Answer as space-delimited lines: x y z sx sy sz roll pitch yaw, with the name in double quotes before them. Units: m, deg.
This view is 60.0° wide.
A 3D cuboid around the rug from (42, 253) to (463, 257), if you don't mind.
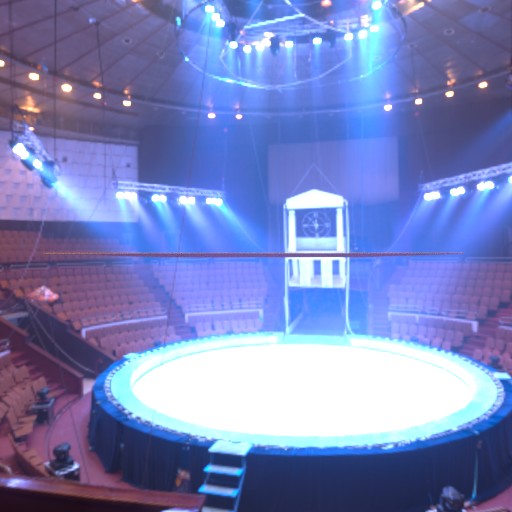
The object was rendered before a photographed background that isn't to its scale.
"rug" 0.000 0.000 4.103 2.454 0.005 3.067 0 -1 1
